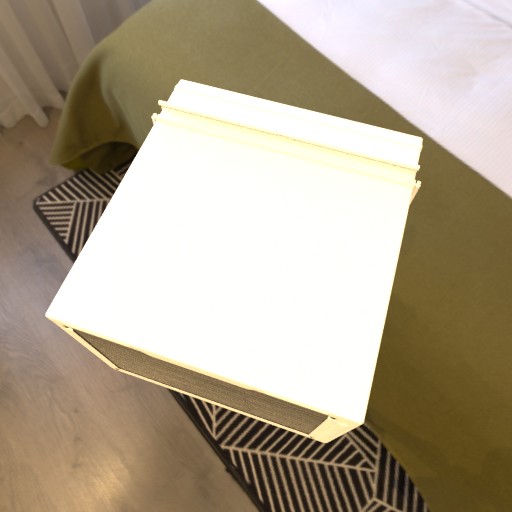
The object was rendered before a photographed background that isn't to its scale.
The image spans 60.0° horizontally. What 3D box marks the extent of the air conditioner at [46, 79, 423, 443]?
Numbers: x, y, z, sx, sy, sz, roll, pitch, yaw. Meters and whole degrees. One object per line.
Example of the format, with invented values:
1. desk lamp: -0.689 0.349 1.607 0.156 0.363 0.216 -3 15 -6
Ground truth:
1. air conditioner: 0.000 0.000 0.885 0.503 0.388 0.546 17 64 8
